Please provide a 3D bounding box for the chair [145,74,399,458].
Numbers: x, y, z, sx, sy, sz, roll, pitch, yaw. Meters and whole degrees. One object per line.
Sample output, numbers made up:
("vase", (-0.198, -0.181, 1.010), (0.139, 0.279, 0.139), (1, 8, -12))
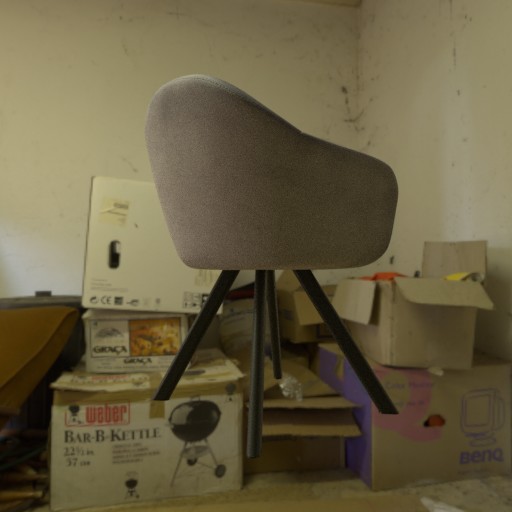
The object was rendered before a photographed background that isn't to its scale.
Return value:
("chair", (0.000, 0.000, 1.141), (0.540, 0.780, 0.570), (1, -2, -36))
